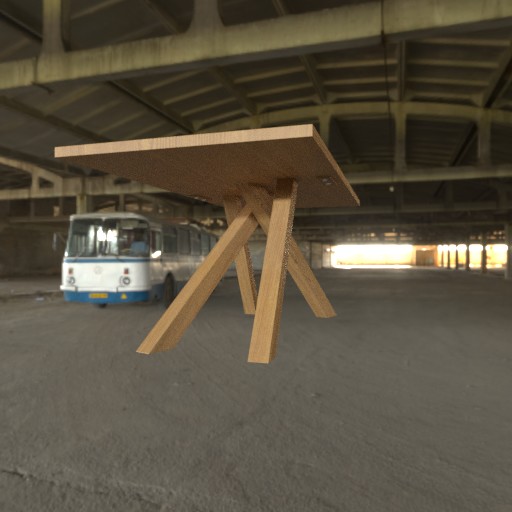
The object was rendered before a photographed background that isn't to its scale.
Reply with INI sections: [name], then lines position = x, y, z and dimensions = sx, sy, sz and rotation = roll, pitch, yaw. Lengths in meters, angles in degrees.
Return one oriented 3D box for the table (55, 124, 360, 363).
[table]
position = 0.000, 0.000, 2.257
dimensions = 0.901, 0.750, 1.797
rotation = 0, 0, 17
